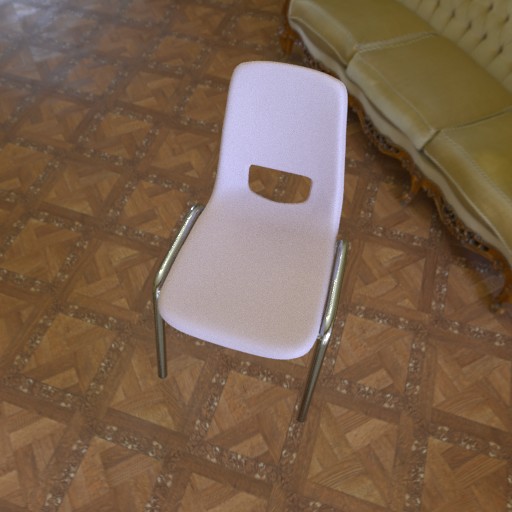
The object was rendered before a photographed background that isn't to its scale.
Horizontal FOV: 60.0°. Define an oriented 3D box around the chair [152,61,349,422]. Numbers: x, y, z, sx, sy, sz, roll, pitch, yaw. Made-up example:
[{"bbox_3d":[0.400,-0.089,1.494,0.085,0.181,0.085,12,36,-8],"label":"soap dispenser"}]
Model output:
[{"bbox_3d":[0.000,0.000,0.871,0.354,0.586,0.423,14,58,9],"label":"chair"}]
